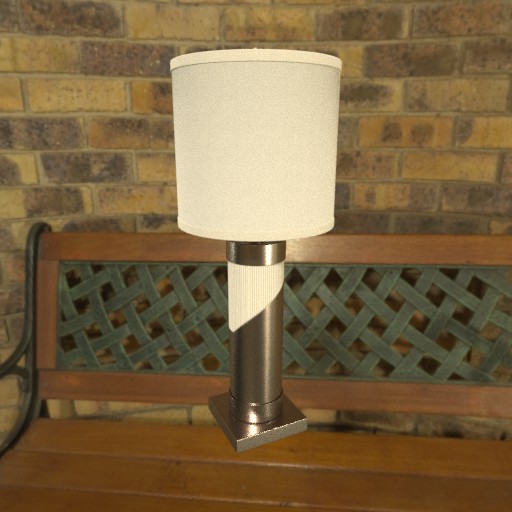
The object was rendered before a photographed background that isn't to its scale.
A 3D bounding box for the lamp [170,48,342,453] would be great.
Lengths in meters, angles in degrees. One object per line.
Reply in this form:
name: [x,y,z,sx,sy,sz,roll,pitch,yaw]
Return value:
lamp: [0.000,0.000,0.596,0.202,0.509,0.202,-8,18,-25]
